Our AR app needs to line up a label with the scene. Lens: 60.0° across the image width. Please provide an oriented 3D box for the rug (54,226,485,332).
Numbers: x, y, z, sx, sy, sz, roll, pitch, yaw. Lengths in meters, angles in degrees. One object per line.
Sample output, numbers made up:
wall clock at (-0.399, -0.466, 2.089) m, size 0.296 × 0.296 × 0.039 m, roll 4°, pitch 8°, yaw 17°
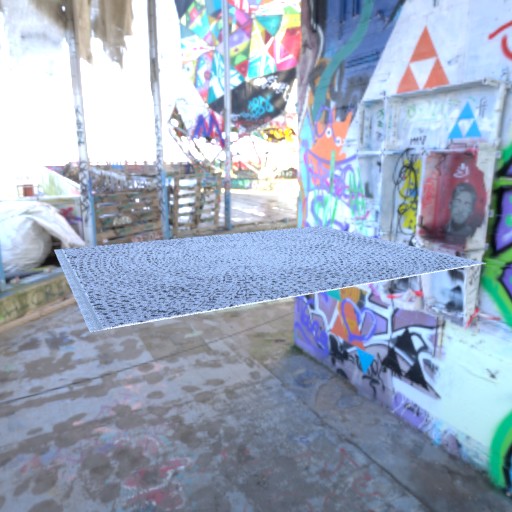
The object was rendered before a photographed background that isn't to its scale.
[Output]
rug at (0.000, 0.000, 2.063) m, size 1.634 × 0.003 × 1.190 m, roll -7°, pitch 14°, yaw -27°
